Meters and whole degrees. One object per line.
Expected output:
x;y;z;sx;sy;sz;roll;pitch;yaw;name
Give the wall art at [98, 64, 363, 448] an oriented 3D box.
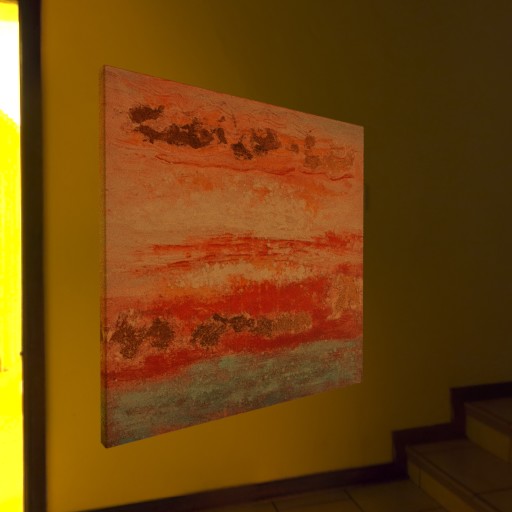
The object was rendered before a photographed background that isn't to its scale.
0.000;0.000;1.089;0.747;0.747;0.035;-1;1;-36;wall art
